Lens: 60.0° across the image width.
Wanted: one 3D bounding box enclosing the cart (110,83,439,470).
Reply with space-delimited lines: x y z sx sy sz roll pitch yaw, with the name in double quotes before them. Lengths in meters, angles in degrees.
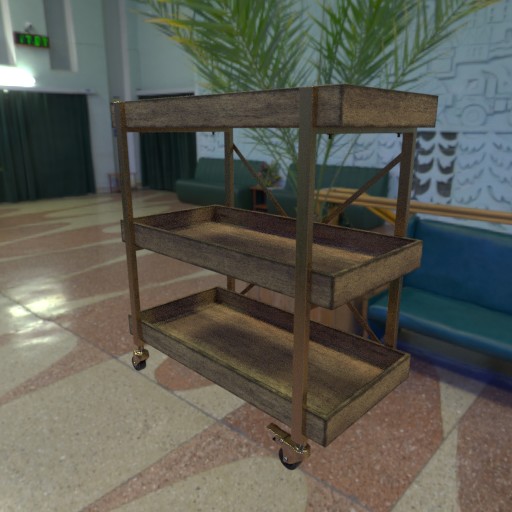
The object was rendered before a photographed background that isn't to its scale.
"cart" 0.000 0.000 1.196 0.750 0.799 0.416 15 22 42
